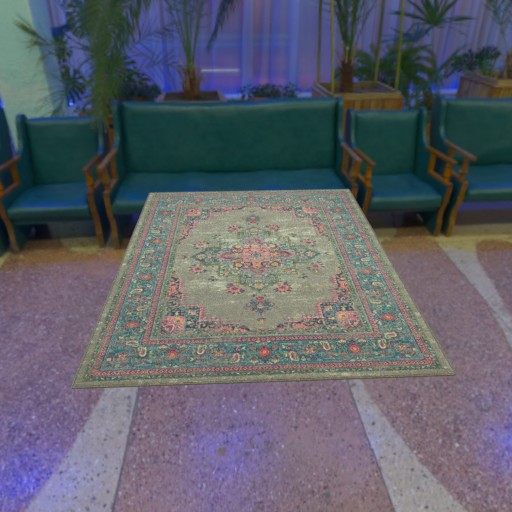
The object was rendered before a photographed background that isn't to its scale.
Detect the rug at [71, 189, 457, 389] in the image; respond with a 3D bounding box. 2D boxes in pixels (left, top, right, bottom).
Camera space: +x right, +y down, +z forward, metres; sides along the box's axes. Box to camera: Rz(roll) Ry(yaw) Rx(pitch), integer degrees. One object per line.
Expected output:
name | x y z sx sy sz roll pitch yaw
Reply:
rug | 0.000 0.000 4.083 2.434 0.013 3.057 -1 31 -2
